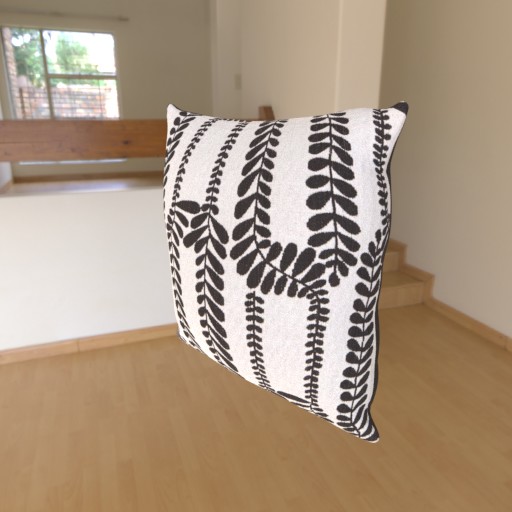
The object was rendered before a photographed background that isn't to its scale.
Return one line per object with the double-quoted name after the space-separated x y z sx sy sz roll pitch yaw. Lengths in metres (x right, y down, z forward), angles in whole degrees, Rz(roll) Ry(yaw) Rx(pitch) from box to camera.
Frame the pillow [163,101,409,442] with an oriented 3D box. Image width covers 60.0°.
0.000 0.000 0.663 0.440 0.441 0.182 16 24 42 "pillow"
